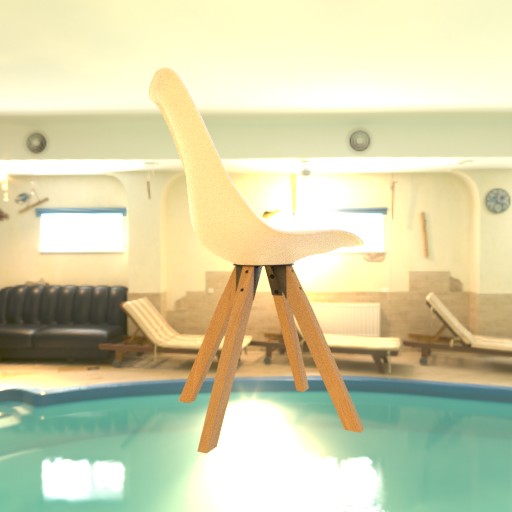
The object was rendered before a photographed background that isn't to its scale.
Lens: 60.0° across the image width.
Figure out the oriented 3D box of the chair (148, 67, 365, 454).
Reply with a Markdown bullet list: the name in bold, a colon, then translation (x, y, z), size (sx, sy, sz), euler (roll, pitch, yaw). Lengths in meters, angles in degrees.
- **chair**: translation (0.000, 0.000, 1.174), size (0.550, 0.849, 0.485), euler (0, 1, -17)
